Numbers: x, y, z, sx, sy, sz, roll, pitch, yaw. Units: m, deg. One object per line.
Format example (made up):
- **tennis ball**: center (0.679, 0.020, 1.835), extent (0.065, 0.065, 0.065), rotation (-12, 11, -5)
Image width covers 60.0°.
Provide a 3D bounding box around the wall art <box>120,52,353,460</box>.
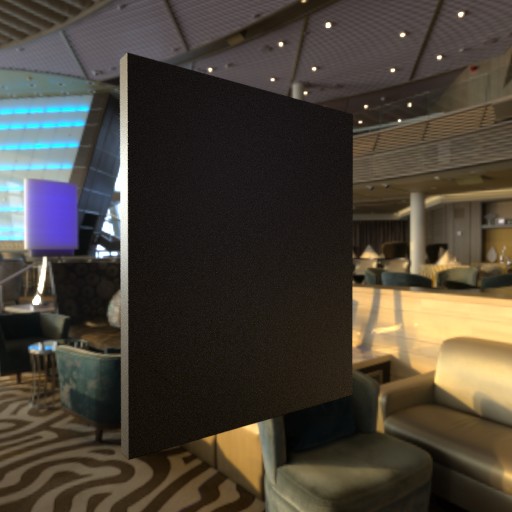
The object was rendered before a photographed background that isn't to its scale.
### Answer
- **wall art**: center (0.000, 0.000, 0.753), extent (0.457, 0.557, 0.028), rotation (0, 1, -37)
